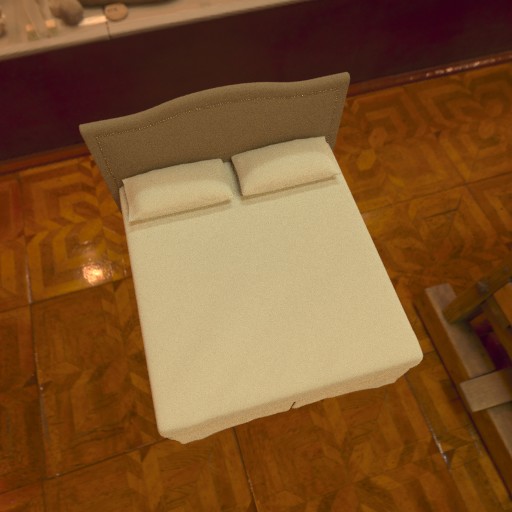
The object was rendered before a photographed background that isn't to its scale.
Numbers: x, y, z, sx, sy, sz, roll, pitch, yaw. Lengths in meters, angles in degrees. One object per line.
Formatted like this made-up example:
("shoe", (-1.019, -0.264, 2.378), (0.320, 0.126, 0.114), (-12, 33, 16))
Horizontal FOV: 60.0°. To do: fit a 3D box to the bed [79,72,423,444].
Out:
("bed", (0.000, 0.000, 3.409), (2.083, 1.421, 2.182), (-14, 64, -7))
